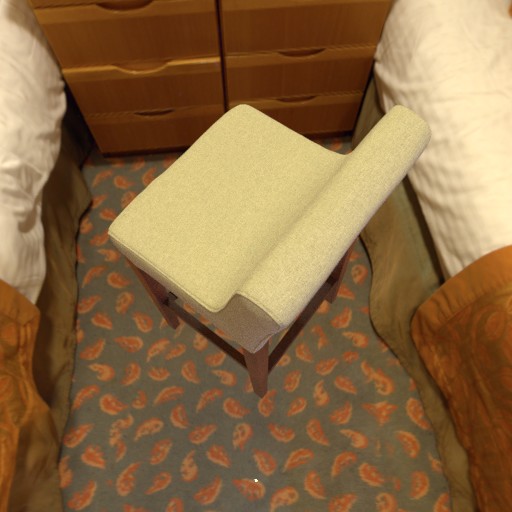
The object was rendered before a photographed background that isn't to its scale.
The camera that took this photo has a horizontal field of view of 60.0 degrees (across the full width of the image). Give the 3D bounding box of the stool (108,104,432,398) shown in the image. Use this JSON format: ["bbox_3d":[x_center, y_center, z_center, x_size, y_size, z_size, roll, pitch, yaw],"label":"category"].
[{"bbox_3d":[0.000,0.000,1.224,0.500,0.937,0.511,34,68,16],"label":"stool"}]
